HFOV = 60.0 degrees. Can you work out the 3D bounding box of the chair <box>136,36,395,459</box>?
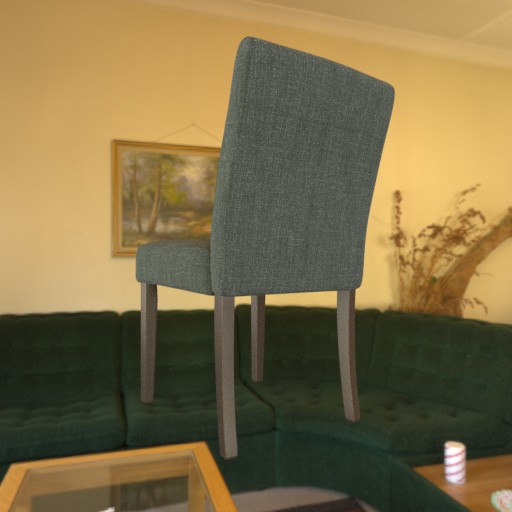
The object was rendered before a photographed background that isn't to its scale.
[{"bbox_3d":[0.000,0.000,1.230,0.487,0.884,0.629,0,-1,-35],"label":"chair"}]
